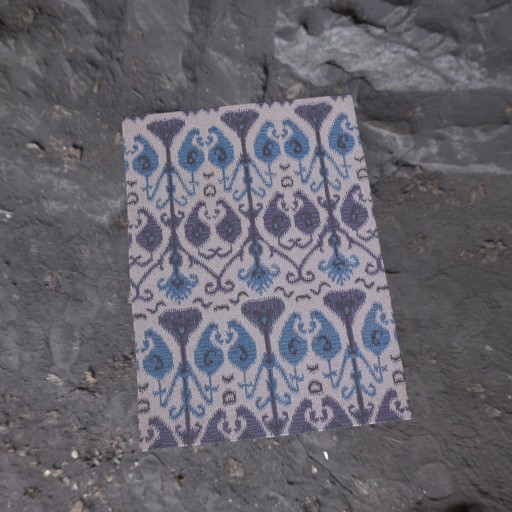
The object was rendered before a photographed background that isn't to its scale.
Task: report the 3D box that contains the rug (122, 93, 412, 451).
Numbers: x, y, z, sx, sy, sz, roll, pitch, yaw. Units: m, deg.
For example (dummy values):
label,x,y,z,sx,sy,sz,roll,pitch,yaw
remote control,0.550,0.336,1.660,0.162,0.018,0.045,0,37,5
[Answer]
label,x,y,z,sx,sy,sz,roll,pitch,yaw
rug,0.000,0.000,2.945,1.676,0.013,2.261,-6,77,-1
